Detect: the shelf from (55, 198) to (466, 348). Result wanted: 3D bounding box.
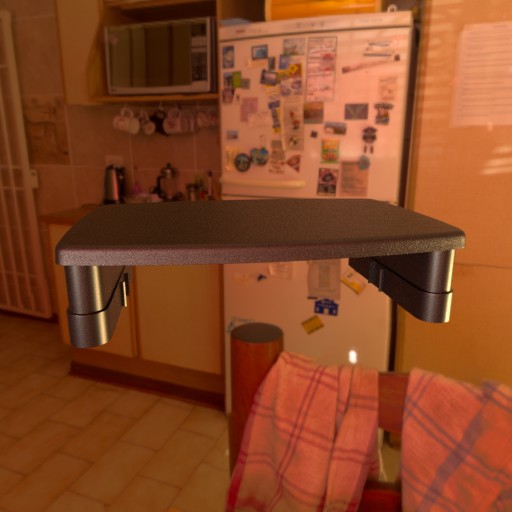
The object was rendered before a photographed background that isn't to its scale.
[{"bbox_3d":[0.000,0.000,0.537,0.410,0.100,0.280,-2,16,-9],"label":"shelf"}]
